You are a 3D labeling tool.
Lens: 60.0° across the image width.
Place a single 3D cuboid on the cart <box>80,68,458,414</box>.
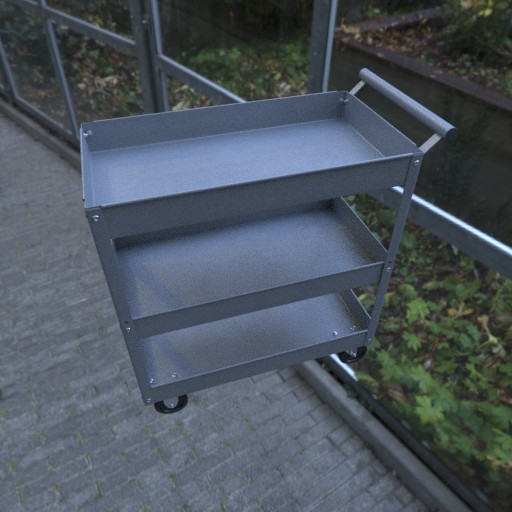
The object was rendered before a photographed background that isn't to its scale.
[{"bbox_3d":[0.000,0.000,1.170,0.719,0.780,0.366,-12,42,-13],"label":"cart"}]
